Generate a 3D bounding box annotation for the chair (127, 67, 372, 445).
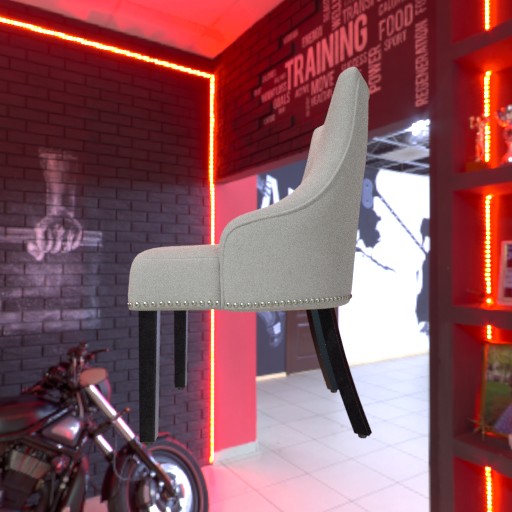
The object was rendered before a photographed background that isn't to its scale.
[{"bbox_3d":[0.000,0.000,1.304,0.629,0.909,0.566,0,-1,0],"label":"chair"}]
